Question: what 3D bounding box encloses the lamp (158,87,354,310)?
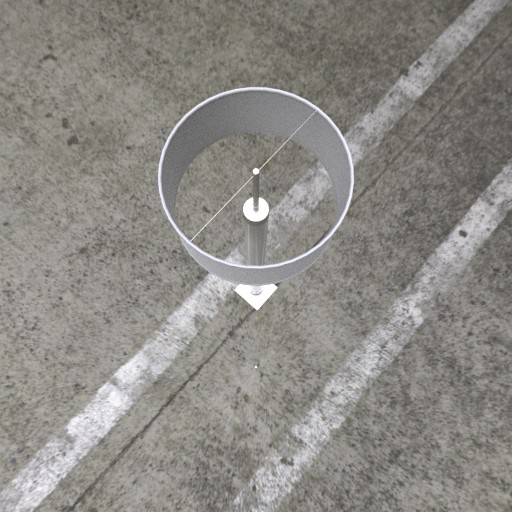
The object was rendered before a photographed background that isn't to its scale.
[{"bbox_3d":[0.000,0.000,1.652,0.420,1.475,0.420,41,79,9],"label":"lamp"}]
